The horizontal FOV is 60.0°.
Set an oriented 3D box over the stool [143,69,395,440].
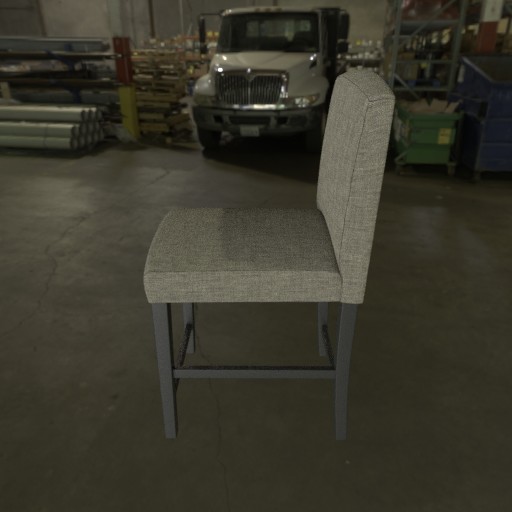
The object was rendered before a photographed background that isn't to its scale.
[{"bbox_3d":[0.000,0.000,1.245,0.552,0.966,0.451,0,25,0],"label":"stool"}]
